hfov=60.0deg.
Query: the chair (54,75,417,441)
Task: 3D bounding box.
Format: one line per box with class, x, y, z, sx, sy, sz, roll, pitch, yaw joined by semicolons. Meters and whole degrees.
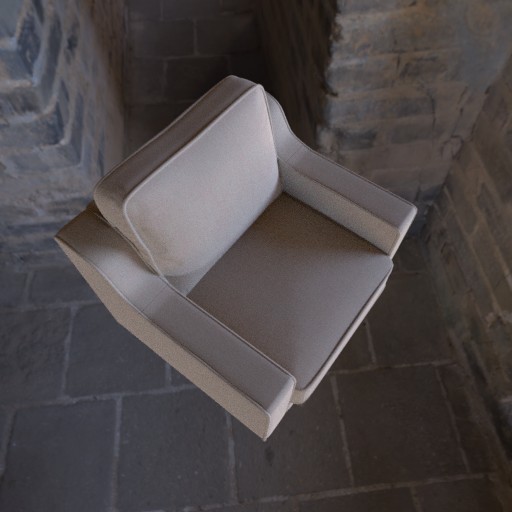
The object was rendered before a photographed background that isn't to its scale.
chair;0.000;0.000;1.659;0.882;0.948;0.922;33;65;18
